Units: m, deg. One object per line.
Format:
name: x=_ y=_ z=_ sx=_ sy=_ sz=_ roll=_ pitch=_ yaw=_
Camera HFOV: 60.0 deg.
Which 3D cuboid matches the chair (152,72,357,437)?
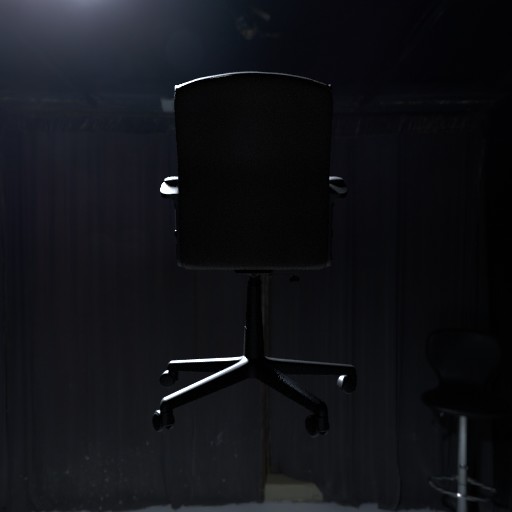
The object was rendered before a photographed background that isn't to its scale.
chair: x=0.000 y=0.000 z=1.535 sx=0.739 sy=1.004 sz=0.717 roll=0 pitch=1 yaw=1
